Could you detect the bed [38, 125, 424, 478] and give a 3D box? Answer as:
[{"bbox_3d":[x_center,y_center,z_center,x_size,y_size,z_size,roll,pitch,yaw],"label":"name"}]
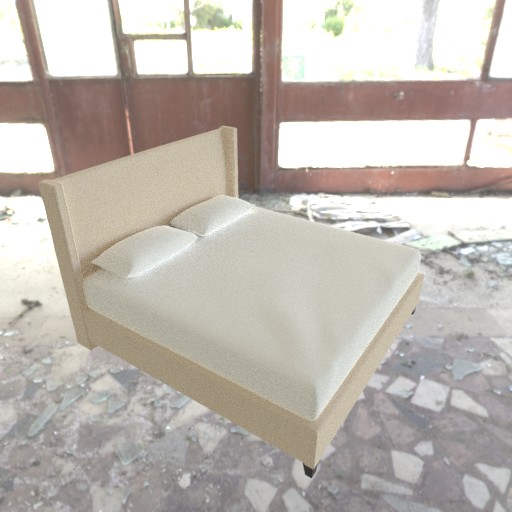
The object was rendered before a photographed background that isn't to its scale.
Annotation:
[{"bbox_3d":[0.000,0.000,3.702,2.293,1.471,2.145,18,34,30],"label":"bed"}]
